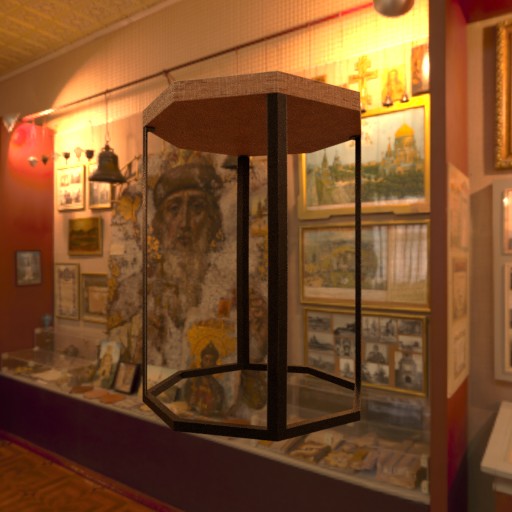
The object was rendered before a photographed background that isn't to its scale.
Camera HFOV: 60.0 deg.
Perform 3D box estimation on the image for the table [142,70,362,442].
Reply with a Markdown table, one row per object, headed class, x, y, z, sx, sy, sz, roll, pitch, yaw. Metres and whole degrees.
| class | x | y | z | sx | sy | sz | roll | pitch | yaw |
| --- | --- | --- | --- | --- | --- | --- | --- | --- | --- |
| table | 0.000 | 0.000 | 0.876 | 0.437 | 0.553 | 0.437 | 0 | 0 | 37 |
